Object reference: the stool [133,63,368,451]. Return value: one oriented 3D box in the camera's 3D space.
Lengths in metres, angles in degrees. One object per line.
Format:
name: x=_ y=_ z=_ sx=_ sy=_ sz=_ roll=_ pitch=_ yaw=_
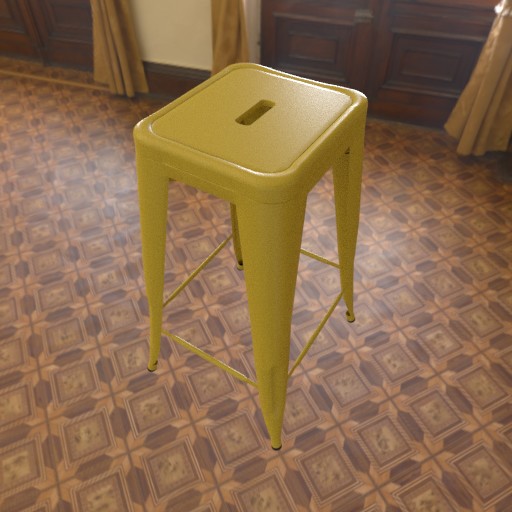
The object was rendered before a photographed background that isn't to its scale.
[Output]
stool: x=0.000 y=0.000 z=0.863 sx=0.359 sy=0.609 sz=0.399 roll=24 pitch=51 yaw=21
